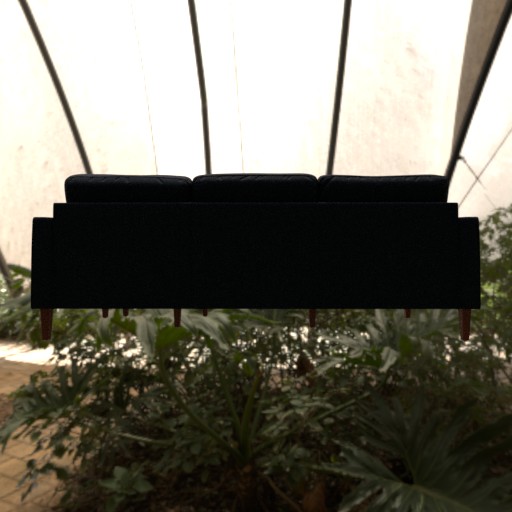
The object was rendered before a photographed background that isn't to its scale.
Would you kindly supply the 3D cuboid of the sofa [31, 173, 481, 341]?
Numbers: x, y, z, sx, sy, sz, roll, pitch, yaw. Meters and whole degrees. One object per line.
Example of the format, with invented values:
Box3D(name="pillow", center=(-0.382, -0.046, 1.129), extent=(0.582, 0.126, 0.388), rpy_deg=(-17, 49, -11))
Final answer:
Box3D(name="sofa", center=(0.000, 0.000, 2.912), extent=(2.185, 0.841, 1.613), rpy_deg=(0, 0, 0))
